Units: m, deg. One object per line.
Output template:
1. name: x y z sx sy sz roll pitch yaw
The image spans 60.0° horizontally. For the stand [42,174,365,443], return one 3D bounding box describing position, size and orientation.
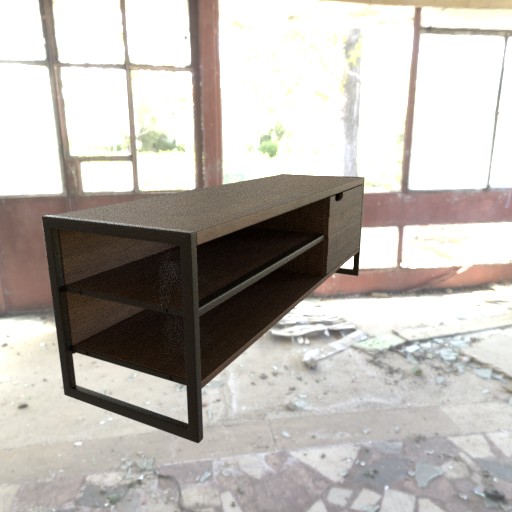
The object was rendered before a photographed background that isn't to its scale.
1. stand: 0.000 0.000 1.712 0.454 0.506 1.480 8 17 26
